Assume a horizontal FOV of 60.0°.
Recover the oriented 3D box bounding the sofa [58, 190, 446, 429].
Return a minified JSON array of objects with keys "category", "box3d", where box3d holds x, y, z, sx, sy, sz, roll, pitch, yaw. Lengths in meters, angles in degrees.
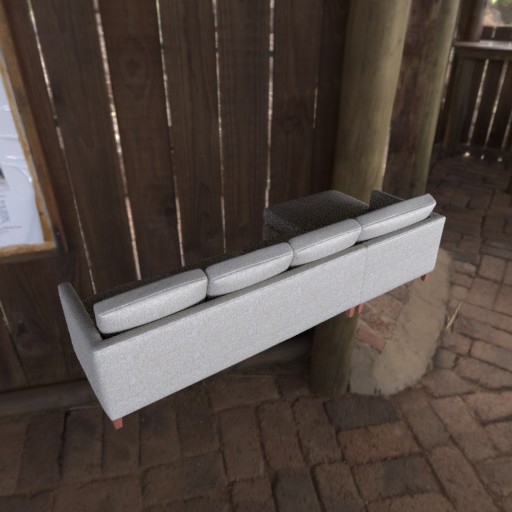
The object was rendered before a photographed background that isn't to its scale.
[{"category":"sofa","box3d":[0.000,0.000,3.864,3.201,0.876,1.502,-19,35,-29]}]
